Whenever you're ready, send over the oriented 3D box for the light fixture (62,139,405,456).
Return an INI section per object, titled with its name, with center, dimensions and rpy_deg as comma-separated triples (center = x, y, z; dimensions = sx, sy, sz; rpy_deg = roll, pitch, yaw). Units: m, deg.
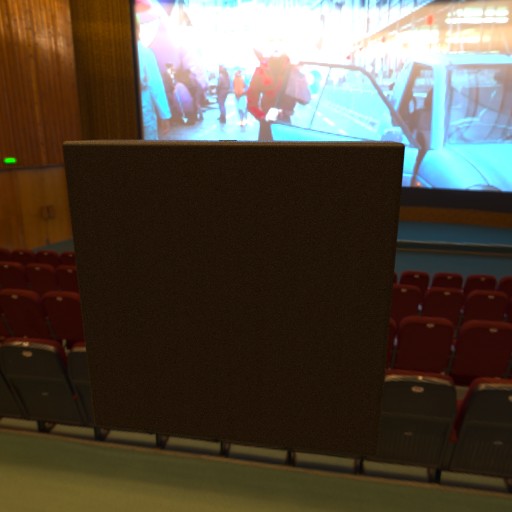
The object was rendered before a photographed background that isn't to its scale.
[light fixture]
center = 0.000, 0.000, 0.235
dimensions = 0.121, 0.121, 0.143
rpy_deg = 3, 16, 9
